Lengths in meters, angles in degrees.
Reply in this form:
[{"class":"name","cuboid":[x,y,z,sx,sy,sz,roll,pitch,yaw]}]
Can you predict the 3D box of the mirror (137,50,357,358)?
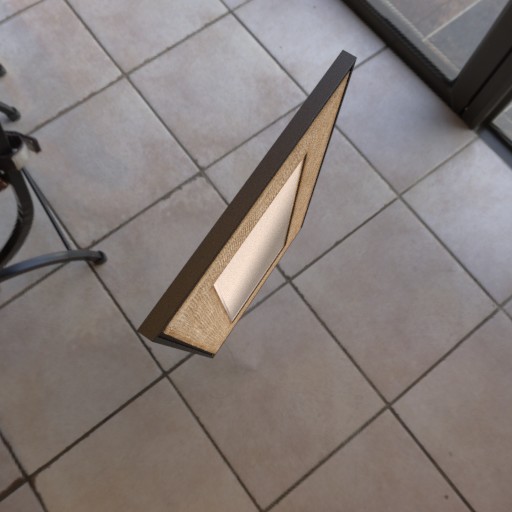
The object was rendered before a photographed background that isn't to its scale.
[{"class":"mirror","cuboid":[0.000,0.000,1.514,0.038,1.219,0.762,33,78,8]}]
